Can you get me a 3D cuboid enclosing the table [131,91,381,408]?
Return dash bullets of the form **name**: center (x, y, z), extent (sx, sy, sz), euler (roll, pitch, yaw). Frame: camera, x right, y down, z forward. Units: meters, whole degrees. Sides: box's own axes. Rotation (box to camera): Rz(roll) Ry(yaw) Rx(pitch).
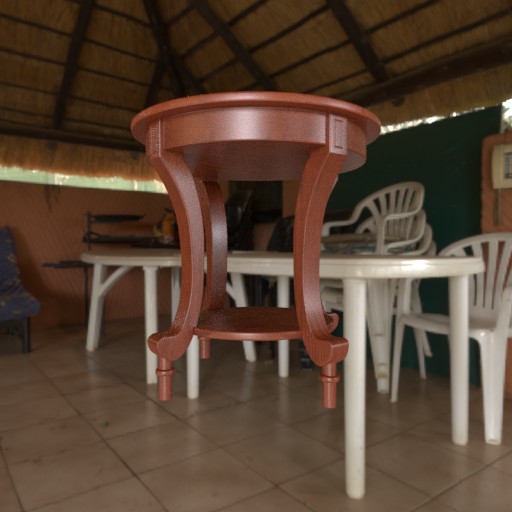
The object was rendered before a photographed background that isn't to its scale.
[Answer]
- **table**: center (0.000, 0.000, 1.107), extent (0.597, 0.612, 0.597), euler (0, 1, 0)
